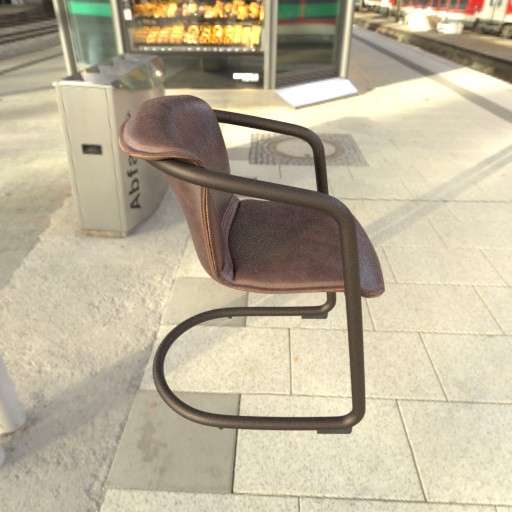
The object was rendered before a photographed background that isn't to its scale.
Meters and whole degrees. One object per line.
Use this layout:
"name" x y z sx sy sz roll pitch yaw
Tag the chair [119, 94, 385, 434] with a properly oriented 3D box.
"chair" 0.000 0.000 1.242 0.664 0.836 0.536 0 31 0
